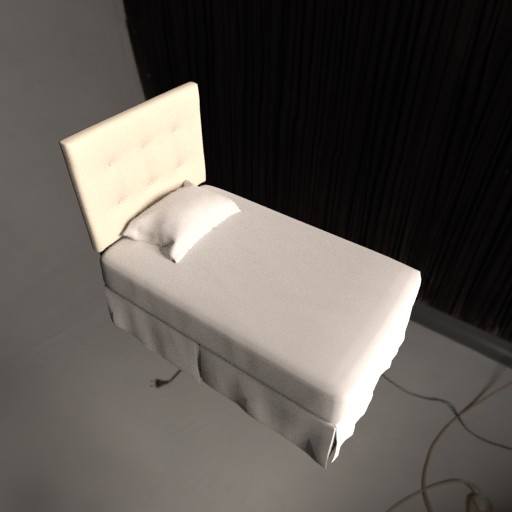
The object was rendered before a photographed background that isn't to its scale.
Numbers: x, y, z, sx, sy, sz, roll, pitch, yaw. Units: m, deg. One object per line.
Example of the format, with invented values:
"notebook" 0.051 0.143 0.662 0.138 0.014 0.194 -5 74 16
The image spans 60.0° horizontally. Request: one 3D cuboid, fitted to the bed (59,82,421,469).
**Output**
"bed" 0.000 0.000 2.957 1.997 1.571 1.261 25 47 25
